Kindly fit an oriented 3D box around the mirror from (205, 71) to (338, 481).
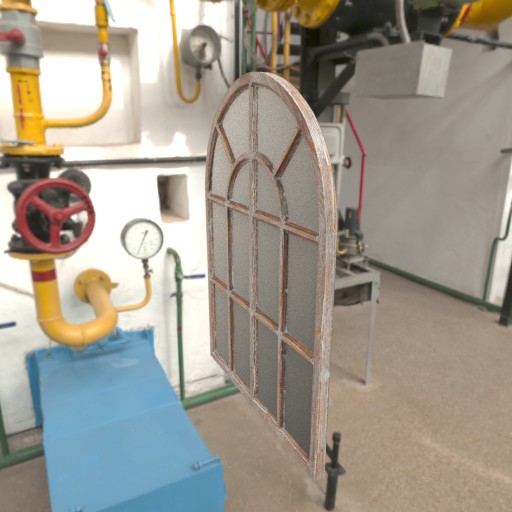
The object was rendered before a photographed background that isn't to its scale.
[{"bbox_3d":[0.000,0.000,1.195,0.032,0.920,0.660,-8,19,-26],"label":"mirror"}]
